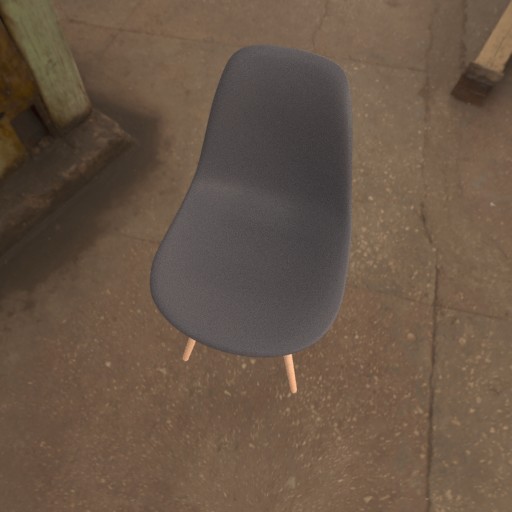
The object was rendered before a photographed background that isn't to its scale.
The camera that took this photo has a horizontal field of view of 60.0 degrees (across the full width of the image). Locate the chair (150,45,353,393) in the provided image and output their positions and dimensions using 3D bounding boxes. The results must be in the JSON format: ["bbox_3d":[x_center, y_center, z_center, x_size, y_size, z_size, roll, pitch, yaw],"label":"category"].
[{"bbox_3d":[0.000,0.000,1.141,0.470,0.826,0.533,14,59,9],"label":"chair"}]
